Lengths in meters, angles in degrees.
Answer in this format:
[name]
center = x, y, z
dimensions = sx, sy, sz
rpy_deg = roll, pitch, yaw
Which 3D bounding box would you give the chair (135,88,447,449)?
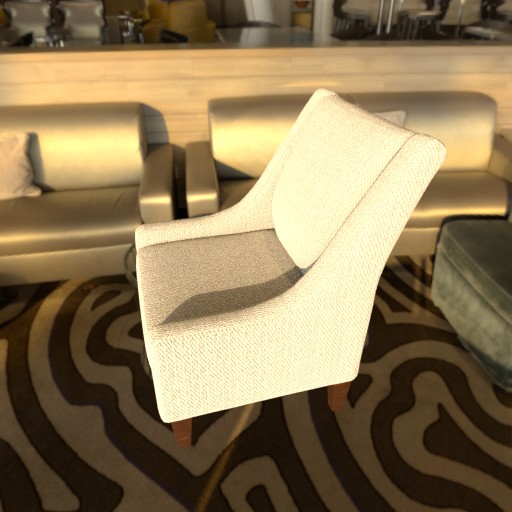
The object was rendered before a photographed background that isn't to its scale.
[chair]
center = 0.000, 0.000, 1.633
dimensions = 0.870, 1.014, 0.774
rpy_deg = -9, 32, -14
